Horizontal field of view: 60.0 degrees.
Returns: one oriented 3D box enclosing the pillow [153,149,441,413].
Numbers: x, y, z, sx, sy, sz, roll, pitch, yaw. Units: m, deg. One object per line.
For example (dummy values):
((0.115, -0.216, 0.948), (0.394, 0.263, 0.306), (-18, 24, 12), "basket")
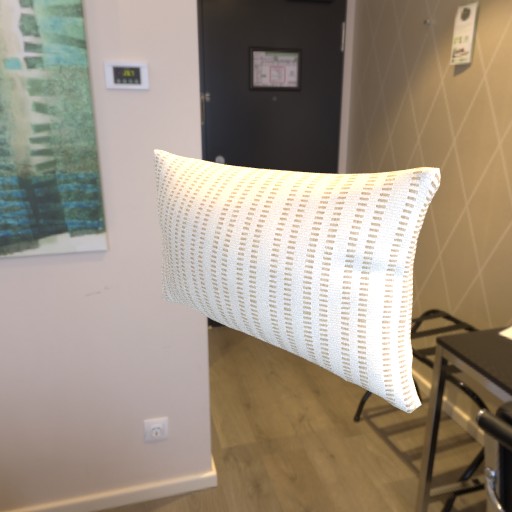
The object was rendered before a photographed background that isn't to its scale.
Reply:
((0.000, 0.000, 0.802), (0.640, 0.353, 0.210), (16, 23, 42), "pillow")
